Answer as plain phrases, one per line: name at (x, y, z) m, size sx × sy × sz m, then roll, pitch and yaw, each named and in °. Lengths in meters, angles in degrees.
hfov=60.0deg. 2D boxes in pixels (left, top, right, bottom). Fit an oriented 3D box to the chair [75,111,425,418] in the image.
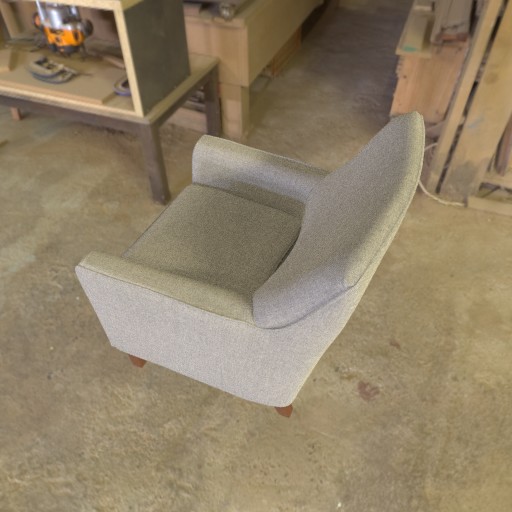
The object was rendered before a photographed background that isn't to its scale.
chair at (0.000, 0.000, 1.749) m, size 0.993 × 1.047 × 0.887 m, roll 18°, pitch 49°, yaw 16°
